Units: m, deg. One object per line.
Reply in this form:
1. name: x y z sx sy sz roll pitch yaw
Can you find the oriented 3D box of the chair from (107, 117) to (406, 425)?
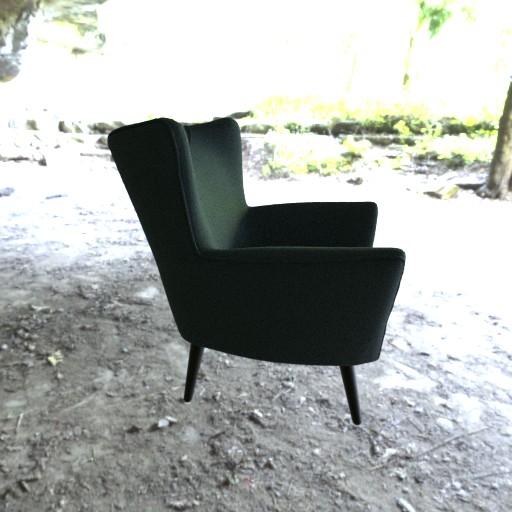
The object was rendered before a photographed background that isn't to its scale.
1. chair: 0.000 0.000 1.557 0.888 0.933 0.781 3 18 8
